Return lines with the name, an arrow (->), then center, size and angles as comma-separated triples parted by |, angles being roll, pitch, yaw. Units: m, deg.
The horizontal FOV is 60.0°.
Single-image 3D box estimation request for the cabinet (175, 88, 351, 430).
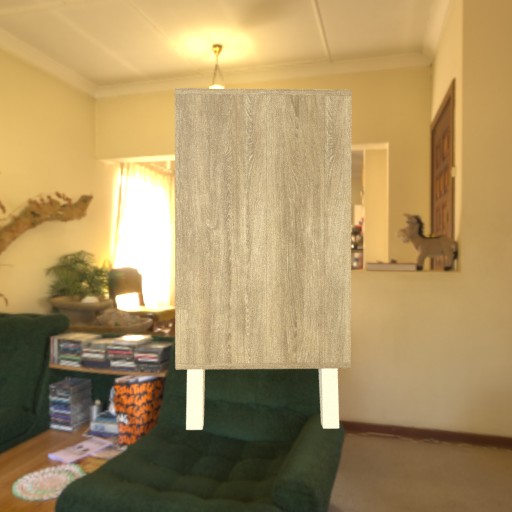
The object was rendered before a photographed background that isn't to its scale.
cabinet -> 0.000, 0.000, 1.931 | 0.450, 0.870, 1.600 | 0, 1, -1
